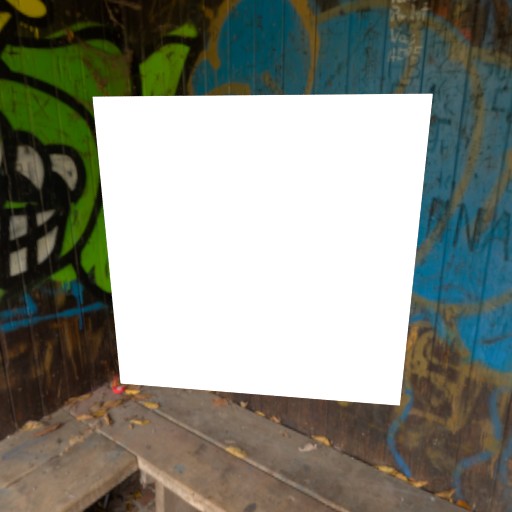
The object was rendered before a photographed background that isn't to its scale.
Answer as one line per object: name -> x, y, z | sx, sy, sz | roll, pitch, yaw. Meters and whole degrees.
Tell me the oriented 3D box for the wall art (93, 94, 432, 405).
wall art -> 0.000, 0.000, 0.523 | 0.355, 0.355, 0.027 | 2, 17, 7
